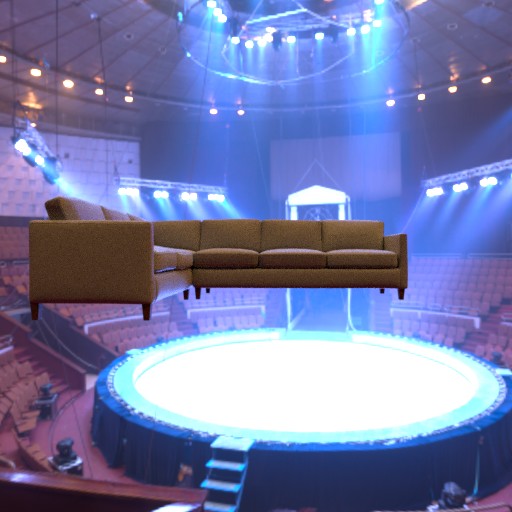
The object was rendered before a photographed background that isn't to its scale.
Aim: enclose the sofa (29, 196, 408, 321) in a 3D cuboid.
[{"bbox_3d":[0.000,0.000,4.452,3.301,0.947,2.592,0,0,2],"label":"sofa"}]
